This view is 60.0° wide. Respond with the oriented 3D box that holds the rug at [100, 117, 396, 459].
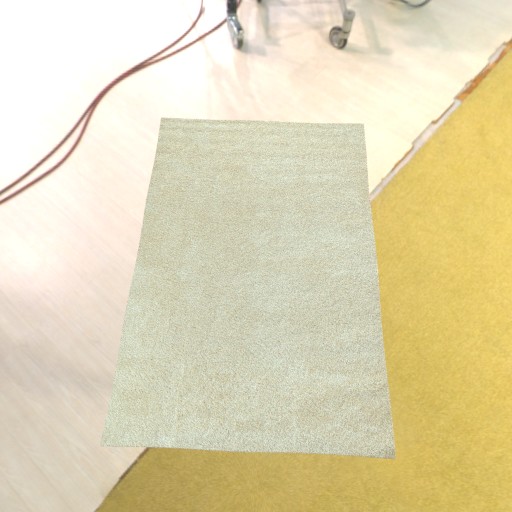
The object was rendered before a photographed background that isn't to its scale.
[{"bbox_3d":[0.000,0.000,3.319,1.800,0.025,2.699,2,63,1],"label":"rug"}]
